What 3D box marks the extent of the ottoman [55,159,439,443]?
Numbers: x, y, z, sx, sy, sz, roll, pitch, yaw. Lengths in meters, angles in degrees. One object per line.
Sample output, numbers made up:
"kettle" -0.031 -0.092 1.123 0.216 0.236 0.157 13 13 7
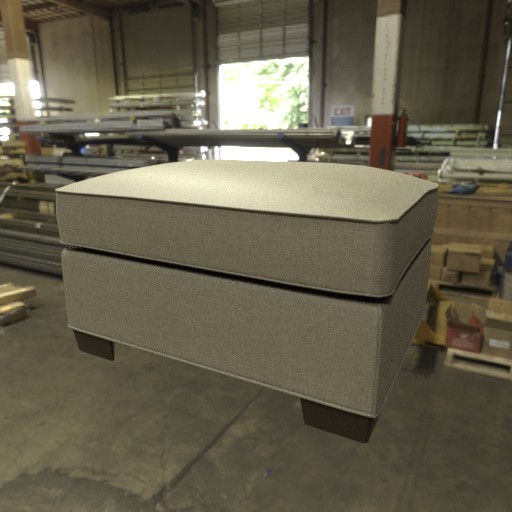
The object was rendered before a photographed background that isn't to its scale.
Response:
"ottoman" 0.000 0.000 1.216 0.843 0.504 0.619 8 18 27
